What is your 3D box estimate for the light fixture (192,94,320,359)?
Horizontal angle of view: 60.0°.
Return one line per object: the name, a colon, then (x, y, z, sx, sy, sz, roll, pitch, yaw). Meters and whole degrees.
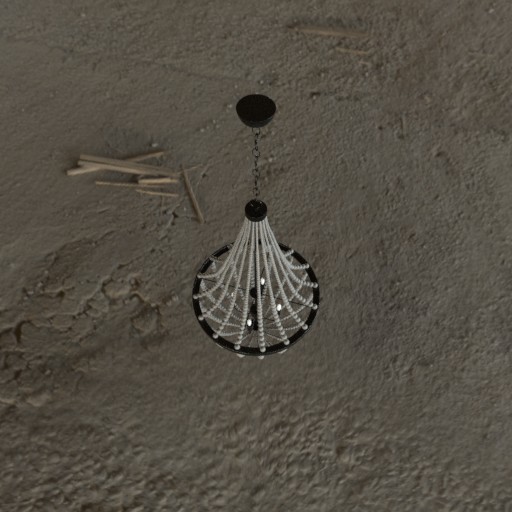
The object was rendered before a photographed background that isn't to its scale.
light fixture: (0.000, 0.000, 1.348, 0.450, 1.133, 0.450, 0, 59, 0)
